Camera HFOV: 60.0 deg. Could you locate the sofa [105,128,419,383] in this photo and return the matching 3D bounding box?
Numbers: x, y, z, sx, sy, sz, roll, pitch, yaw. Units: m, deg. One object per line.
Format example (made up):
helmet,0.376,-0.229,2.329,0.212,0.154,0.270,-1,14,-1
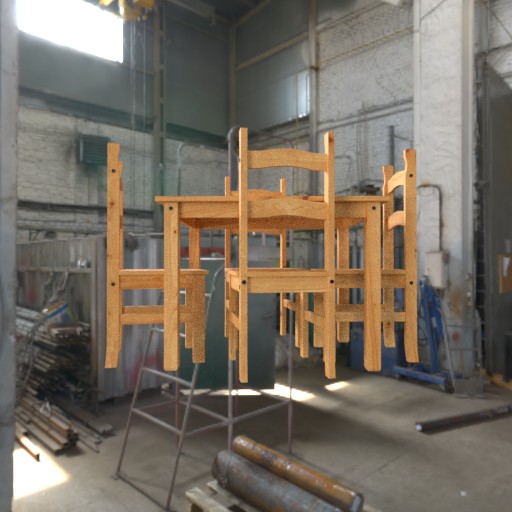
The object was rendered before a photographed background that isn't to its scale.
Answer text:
sofa,0.000,0.000,2.302,1.529,1.000,1.144,0,-1,0
